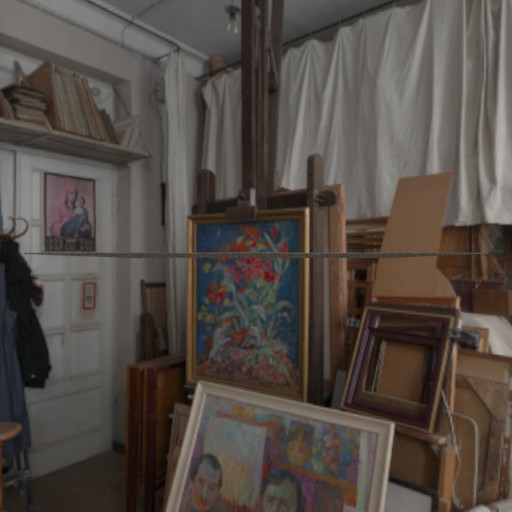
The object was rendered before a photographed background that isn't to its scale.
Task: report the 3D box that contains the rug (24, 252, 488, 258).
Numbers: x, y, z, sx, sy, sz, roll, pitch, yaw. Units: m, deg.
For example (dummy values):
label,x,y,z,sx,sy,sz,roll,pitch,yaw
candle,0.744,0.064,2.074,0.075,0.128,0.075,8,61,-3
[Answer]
label,x,y,z,sx,sy,sz,roll,pitch,yaw
rug,0.000,0.000,4.090,3.048,0.013,2.438,0,-1,0
